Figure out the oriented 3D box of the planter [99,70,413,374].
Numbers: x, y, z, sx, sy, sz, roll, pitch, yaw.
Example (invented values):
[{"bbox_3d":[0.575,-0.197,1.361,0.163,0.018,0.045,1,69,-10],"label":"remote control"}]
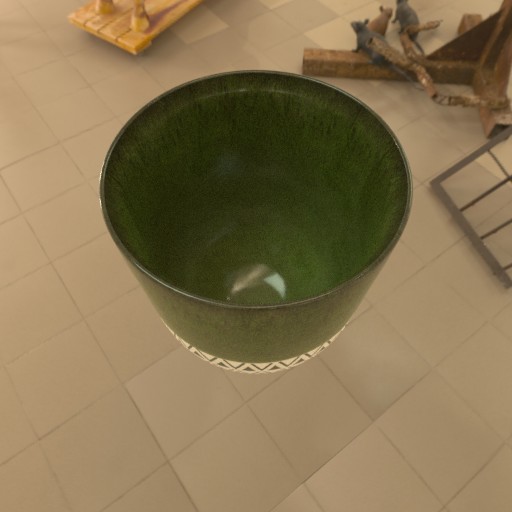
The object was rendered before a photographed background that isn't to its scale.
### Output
[{"bbox_3d":[0.000,0.000,0.465,0.245,0.270,0.245,0,59,0],"label":"planter"}]
